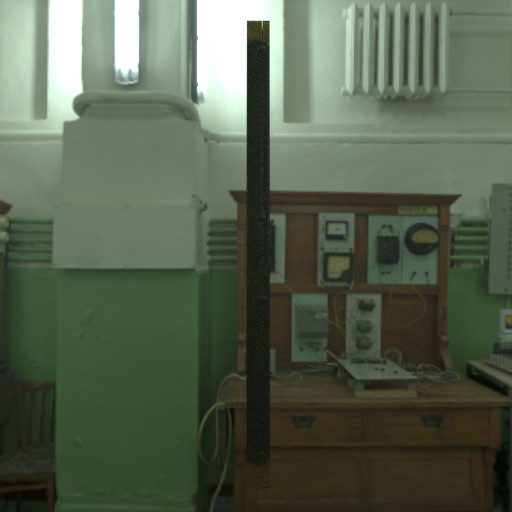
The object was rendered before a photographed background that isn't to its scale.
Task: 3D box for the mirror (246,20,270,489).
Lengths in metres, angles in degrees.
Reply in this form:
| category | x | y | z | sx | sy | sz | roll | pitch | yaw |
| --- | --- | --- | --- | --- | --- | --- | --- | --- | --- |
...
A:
| category | x | y | z | sx | sy | sz | roll | pitch | yaw |
| --- | --- | --- | --- | --- | --- | --- | --- | --- | --- |
| mirror | 0.000 | 0.000 | 0.551 | 0.020 | 0.381 | 0.382 | 0 | -1 | -1 |
